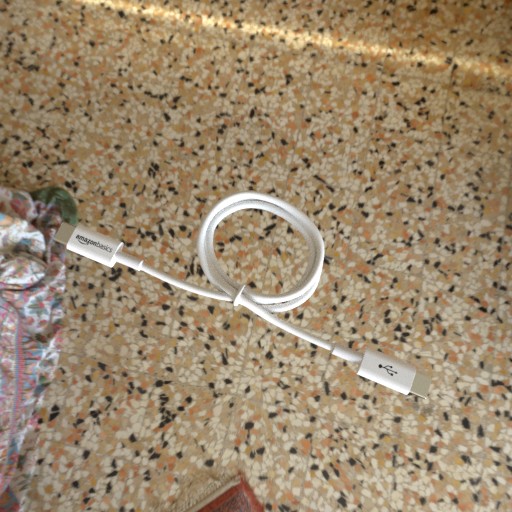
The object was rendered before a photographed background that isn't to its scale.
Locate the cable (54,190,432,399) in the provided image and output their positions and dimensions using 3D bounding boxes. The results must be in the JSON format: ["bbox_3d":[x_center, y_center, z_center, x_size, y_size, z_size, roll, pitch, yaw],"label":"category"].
[{"bbox_3d":[0.000,0.000,0.227,0.203,0.014,0.070,22,76,6],"label":"cable"}]
